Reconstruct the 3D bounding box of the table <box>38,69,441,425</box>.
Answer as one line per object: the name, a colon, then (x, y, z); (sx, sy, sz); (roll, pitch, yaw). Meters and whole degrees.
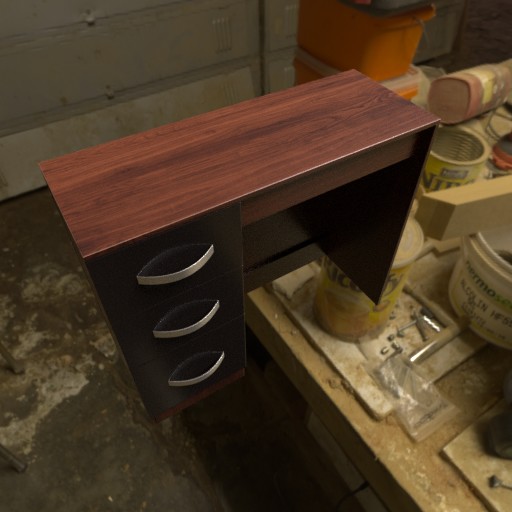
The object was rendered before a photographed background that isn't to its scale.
table: (0.000, 0.000, 1.349); (0.930, 0.790, 0.380); (-24, 51, -21)
